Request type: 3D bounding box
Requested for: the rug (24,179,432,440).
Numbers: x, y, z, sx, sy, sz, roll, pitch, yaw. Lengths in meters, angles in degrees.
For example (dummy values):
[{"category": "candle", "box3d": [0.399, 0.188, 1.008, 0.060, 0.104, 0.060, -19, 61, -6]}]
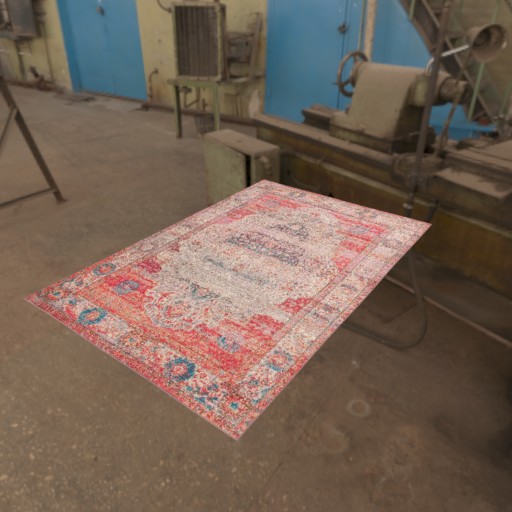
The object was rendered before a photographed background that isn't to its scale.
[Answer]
[{"category": "rug", "box3d": [0.000, 0.000, 2.290, 1.219, 0.006, 1.829, 21, 37, 31]}]
